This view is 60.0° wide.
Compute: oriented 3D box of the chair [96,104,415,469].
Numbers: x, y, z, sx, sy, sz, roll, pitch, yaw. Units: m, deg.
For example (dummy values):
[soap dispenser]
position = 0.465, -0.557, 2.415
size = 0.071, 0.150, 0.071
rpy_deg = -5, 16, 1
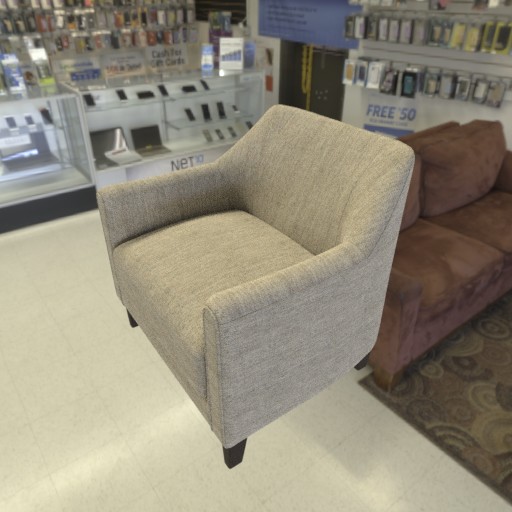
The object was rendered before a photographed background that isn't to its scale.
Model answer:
[chair]
position = 0.000, 0.000, 1.439
size = 0.758, 0.761, 0.796
rpy_deg = -20, 37, -29
